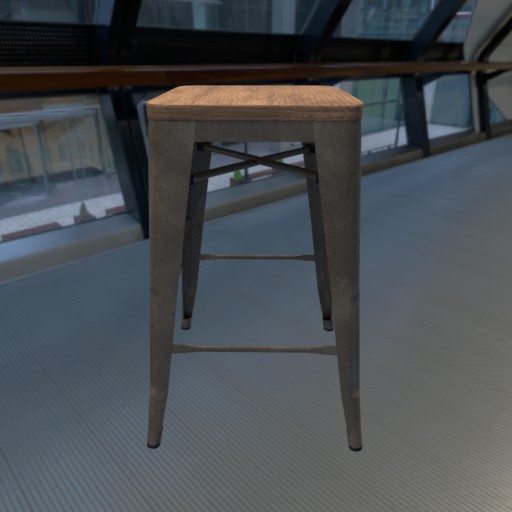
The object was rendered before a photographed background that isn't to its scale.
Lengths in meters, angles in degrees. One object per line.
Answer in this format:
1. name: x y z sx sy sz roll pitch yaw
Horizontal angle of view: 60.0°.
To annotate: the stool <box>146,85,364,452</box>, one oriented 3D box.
1. stool: 0.000 0.000 0.878 0.407 0.607 0.407 0 25 1
